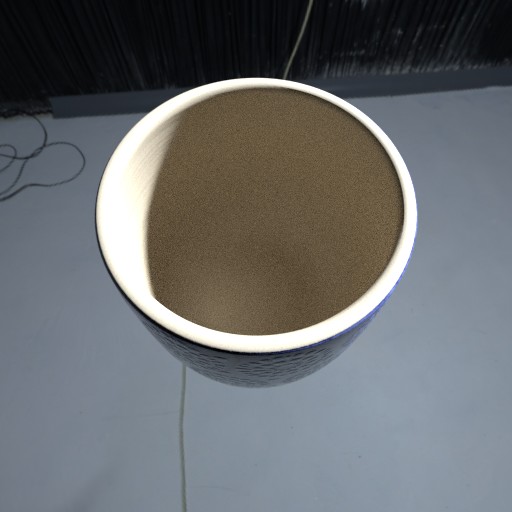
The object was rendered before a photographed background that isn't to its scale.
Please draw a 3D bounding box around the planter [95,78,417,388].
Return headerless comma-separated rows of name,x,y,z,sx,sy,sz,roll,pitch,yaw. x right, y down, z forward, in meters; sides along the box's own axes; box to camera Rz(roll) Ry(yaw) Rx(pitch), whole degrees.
planter,0.000,0.000,0.292,0.165,0.149,0.165,0,65,0
